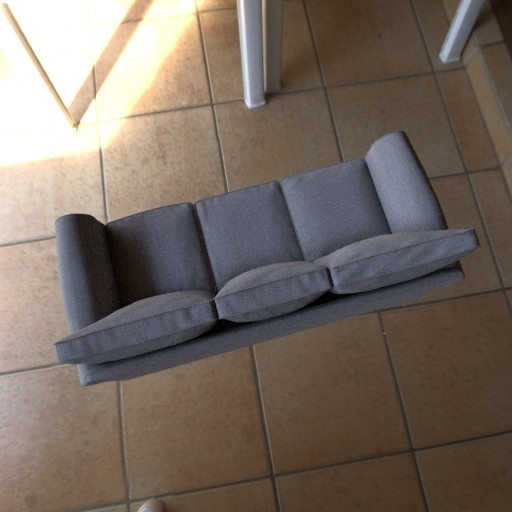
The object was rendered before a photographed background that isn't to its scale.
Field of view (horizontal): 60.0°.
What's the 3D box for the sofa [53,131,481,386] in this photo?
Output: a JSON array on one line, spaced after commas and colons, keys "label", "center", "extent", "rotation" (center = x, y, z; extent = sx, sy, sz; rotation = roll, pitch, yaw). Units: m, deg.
[{"label": "sofa", "center": [0.000, 0.000, 2.535], "extent": [2.084, 0.961, 0.916], "rotation": [-15, 75, -4]}]
